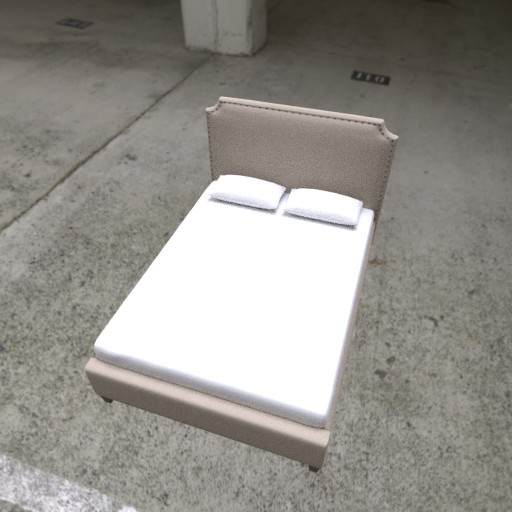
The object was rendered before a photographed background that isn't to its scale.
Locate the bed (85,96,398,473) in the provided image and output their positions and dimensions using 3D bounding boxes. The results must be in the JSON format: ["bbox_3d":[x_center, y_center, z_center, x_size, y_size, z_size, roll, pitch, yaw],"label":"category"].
[{"bbox_3d":[0.000,0.000,3.453,1.713,1.443,2.372,13,44,13],"label":"bed"}]
